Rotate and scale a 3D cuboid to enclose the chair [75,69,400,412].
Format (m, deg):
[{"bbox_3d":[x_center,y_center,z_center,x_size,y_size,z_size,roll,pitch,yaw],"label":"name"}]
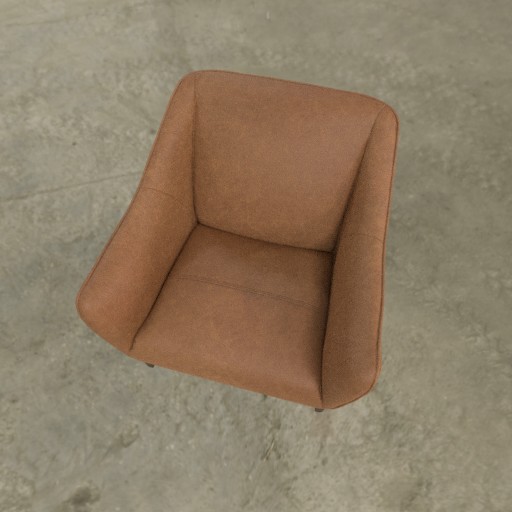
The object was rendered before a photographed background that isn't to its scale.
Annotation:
[{"bbox_3d":[0.000,0.000,1.549,0.871,0.830,0.852,13,59,8],"label":"chair"}]
